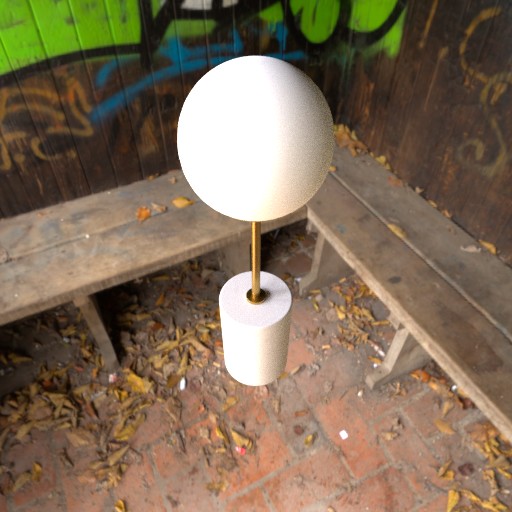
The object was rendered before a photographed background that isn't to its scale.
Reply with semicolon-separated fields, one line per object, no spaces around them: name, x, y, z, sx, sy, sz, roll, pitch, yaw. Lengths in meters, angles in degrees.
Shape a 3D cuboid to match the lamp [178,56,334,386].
lamp;0.000;0.000;0.556;0.153;0.480;0.153;0;46;0
